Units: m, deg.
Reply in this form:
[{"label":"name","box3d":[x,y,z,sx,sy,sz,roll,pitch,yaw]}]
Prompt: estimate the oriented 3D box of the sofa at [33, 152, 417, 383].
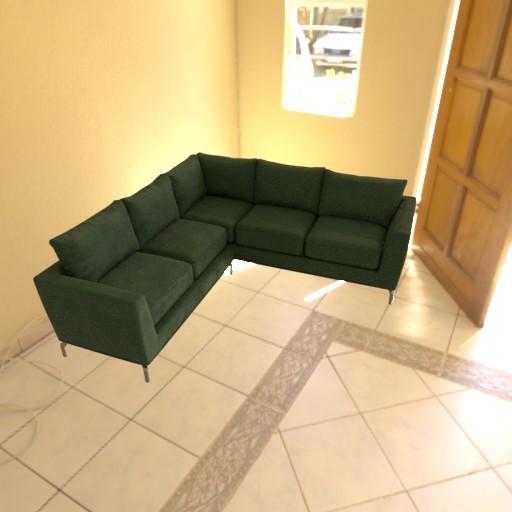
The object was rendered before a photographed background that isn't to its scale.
[{"label":"sofa","box3d":[0.000,0.000,3.844,2.452,1.004,2.468,11,32,18]}]
